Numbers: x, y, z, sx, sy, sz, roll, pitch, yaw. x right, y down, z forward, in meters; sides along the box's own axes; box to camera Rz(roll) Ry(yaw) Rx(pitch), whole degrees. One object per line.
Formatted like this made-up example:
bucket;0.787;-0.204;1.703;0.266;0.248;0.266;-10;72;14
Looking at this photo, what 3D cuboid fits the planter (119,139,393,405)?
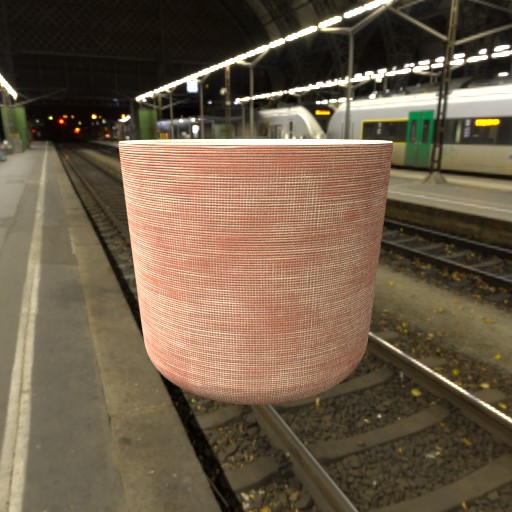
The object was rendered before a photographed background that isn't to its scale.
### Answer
planter;0.000;0.000;0.793;0.440;0.398;0.440;0;15;0
